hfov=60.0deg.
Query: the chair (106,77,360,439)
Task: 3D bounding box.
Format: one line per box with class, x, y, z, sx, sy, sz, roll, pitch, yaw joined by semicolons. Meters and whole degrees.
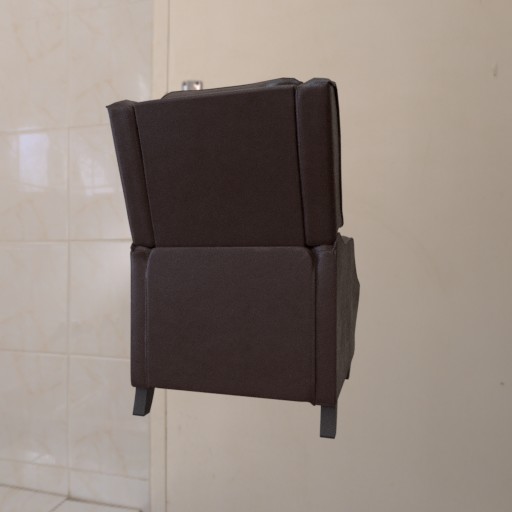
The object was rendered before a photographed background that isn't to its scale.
chair;0.000;0.000;1.796;0.770;1.132;0.982;0;0;17
